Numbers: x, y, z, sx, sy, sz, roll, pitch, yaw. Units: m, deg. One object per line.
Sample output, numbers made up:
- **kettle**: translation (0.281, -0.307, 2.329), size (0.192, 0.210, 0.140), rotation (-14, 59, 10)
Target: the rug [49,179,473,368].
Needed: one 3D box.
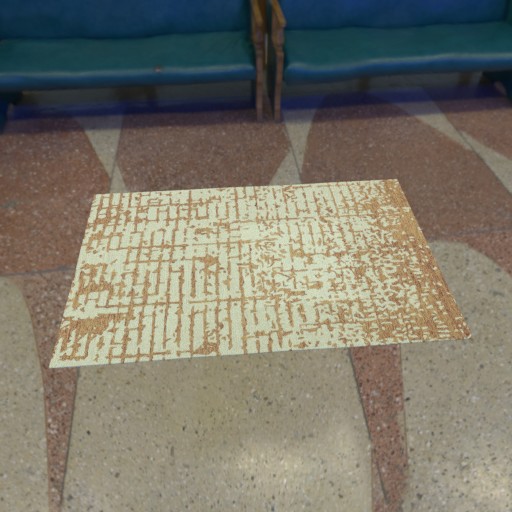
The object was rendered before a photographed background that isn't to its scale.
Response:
- **rug**: translation (0.000, 0.000, 3.044), size (2.435, 0.011, 1.517), rotation (-3, 47, -3)
